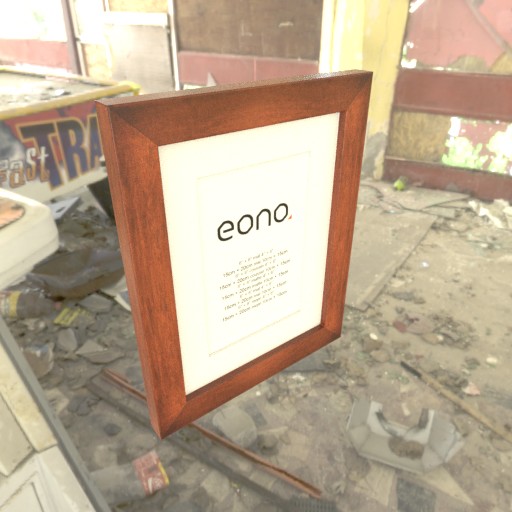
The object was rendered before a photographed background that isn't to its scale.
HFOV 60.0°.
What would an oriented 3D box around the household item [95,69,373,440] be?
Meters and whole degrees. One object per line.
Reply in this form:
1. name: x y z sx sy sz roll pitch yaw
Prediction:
1. household item: 0.000 0.000 0.340 0.200 0.250 0.020 -21 36 -32
